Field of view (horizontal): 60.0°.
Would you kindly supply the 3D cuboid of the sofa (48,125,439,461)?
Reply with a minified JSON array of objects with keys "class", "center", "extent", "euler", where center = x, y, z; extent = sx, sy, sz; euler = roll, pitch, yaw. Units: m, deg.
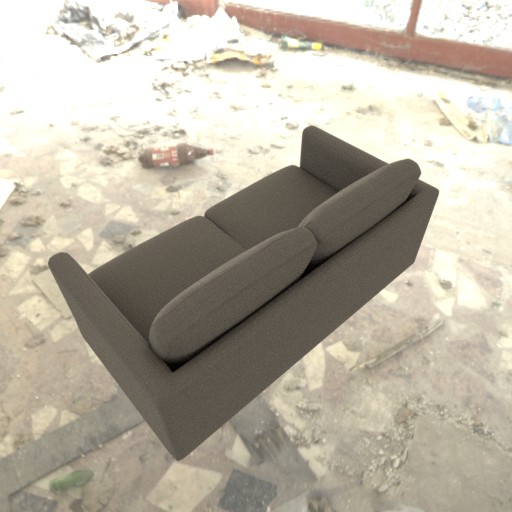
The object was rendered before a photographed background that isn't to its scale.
[{"class":"sofa","center":[0.000,0.000,2.266],"extent":[1.713,0.866,0.940],"euler":[-33,54,-28]}]
